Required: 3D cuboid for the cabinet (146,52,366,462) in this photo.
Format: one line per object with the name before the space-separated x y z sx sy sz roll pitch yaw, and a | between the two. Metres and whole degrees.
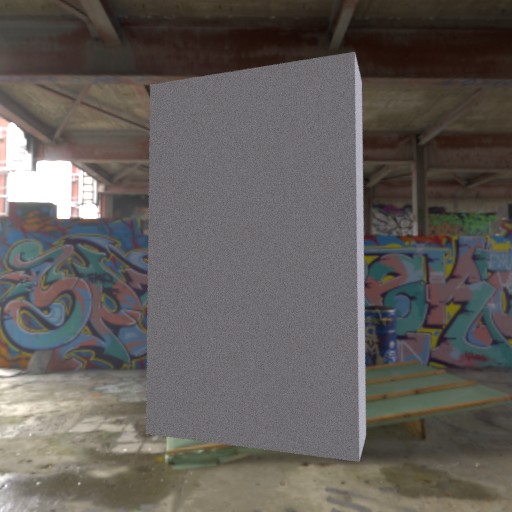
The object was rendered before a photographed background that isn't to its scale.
cabinet | 0.000 0.000 1.620 0.750 1.280 0.250 -1 -3 19
